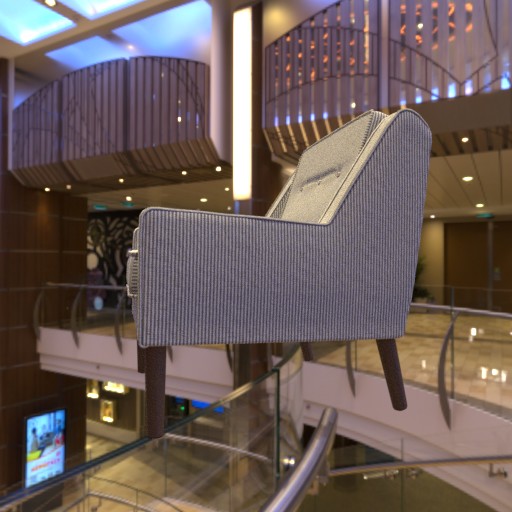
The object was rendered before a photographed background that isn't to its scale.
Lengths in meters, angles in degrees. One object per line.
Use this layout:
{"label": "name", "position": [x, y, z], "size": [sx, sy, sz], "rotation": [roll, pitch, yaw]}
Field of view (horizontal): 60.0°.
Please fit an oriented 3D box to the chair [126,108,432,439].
{"label": "chair", "position": [0.000, 0.000, 1.328], "size": [0.743, 0.792, 0.663], "rotation": [0, -1, -17]}
